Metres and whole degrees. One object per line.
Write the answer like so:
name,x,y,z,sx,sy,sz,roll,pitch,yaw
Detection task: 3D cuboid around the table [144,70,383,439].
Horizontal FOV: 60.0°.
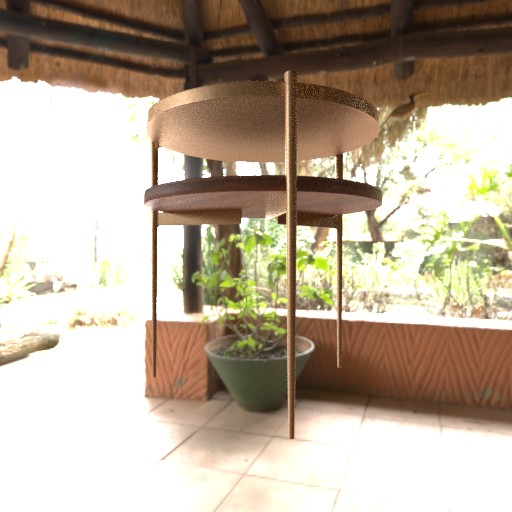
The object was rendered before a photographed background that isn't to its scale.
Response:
table,0.000,0.000,0.830,0.456,0.493,0.430,0,0,20
